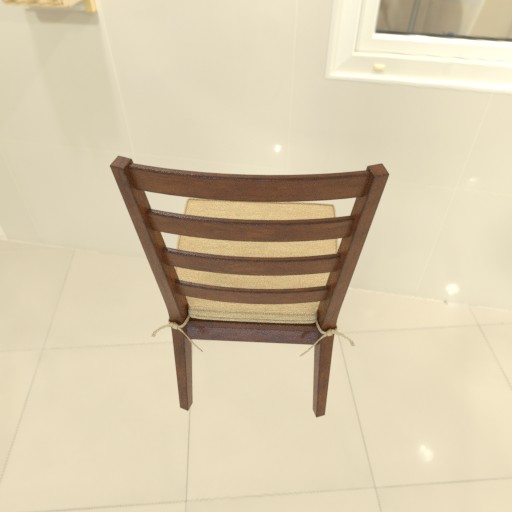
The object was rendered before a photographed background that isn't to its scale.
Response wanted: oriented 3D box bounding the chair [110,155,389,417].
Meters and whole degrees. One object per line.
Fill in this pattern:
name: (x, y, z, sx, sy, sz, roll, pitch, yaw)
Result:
chair: (0.000, 0.000, 1.328, 0.593, 0.979, 0.595, 2, 45, 2)
